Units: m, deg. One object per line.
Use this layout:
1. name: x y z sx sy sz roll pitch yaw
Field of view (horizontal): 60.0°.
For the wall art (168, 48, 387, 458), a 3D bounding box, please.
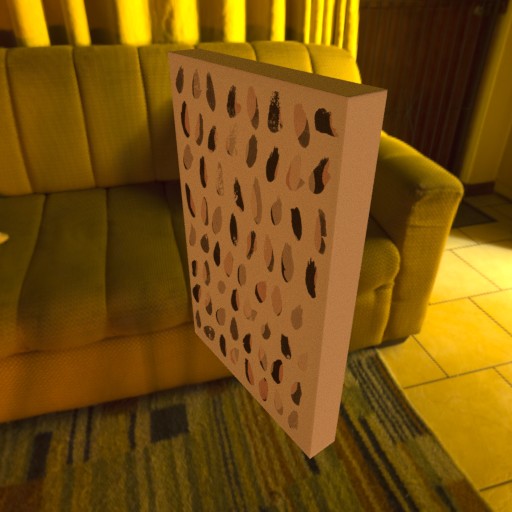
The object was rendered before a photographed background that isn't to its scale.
1. wall art: 0.000 0.000 0.479 0.039 0.381 0.252 -21 38 -30
